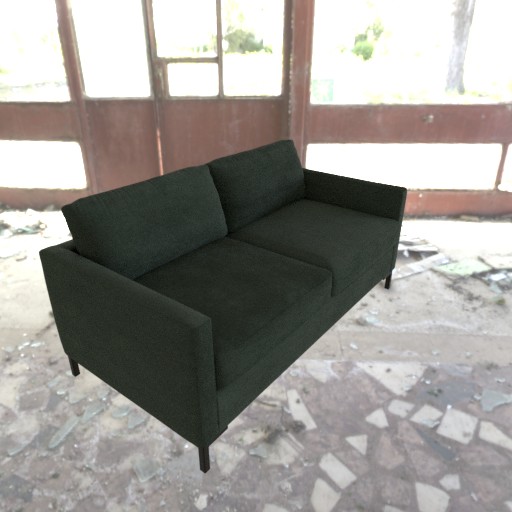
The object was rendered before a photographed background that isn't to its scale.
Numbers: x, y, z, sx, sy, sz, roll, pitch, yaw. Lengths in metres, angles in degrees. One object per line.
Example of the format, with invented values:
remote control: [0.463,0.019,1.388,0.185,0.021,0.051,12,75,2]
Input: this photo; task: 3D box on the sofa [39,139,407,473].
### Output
sofa: [0.000,0.000,2.148,0.875,0.817,1.676,19,32,33]
